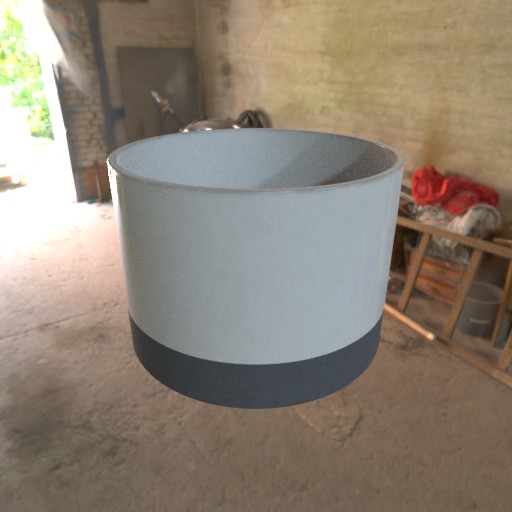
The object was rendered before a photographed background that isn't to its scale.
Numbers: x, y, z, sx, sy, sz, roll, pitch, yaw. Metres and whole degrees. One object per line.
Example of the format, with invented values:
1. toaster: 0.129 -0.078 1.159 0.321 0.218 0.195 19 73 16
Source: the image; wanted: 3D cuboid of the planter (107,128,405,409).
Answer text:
1. planter: 0.000 0.000 0.222 0.128 0.105 0.128 0 25 0
